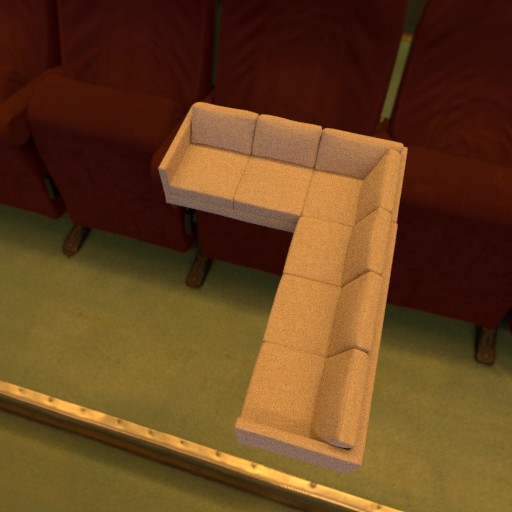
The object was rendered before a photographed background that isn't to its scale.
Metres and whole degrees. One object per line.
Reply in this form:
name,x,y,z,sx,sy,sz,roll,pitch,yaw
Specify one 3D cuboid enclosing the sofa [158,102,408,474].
sofa,0.000,0.000,4.225,2.432,0.863,3.182,14,59,8
